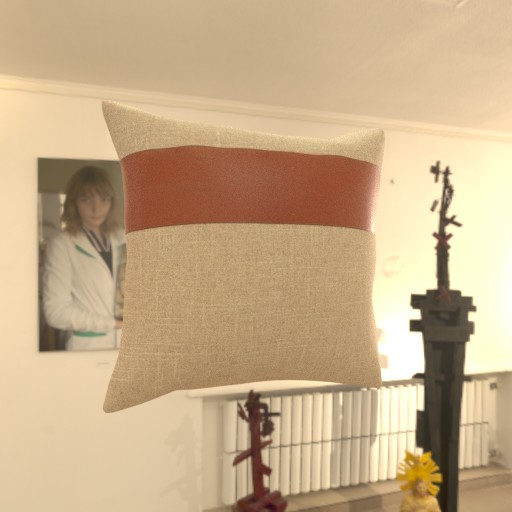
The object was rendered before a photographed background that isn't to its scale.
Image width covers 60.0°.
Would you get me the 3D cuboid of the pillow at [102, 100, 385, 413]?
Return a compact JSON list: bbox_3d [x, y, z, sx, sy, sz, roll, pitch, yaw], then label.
[{"bbox_3d":[0.000,0.000,0.624,0.414,0.399,0.173,0,-2,-17],"label":"pillow"}]
